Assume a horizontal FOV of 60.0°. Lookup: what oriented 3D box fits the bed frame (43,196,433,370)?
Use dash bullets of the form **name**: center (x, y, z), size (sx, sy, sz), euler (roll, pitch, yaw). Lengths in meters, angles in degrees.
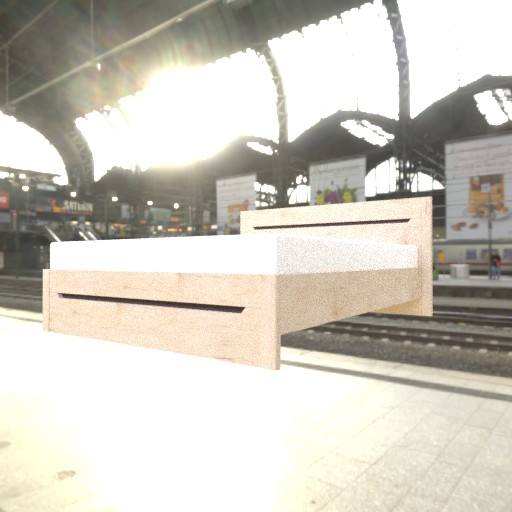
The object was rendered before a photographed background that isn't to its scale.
- **bed frame**: center (0.000, 0.000, 3.016), size (1.800, 0.900, 2.080), euler (0, -1, 35)
